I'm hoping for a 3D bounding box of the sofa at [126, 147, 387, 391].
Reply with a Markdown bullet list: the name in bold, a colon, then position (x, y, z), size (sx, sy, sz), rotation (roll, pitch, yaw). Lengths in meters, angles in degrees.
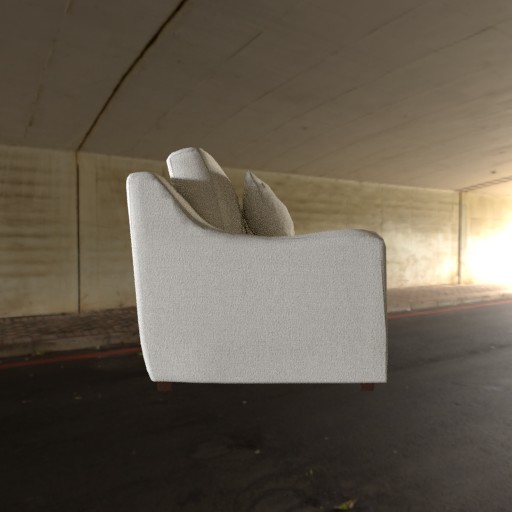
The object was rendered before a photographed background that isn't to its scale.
- **sofa**: position (0.000, 0.000, 2.896), size (1.009, 1.022, 2.470), rotation (0, 1, 0)
